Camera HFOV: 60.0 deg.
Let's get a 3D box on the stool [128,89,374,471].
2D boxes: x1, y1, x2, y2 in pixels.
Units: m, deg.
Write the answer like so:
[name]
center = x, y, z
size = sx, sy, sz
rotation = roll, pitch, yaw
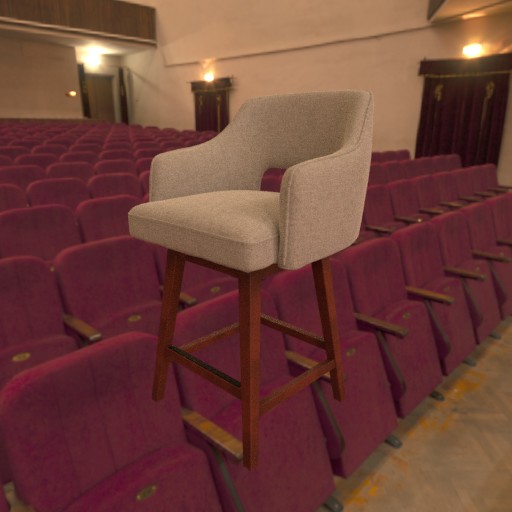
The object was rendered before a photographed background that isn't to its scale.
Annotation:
[stool]
center = 0.000, 0.000, 1.315
size = 0.599, 0.944, 0.558
rotation = 15, 22, 42
